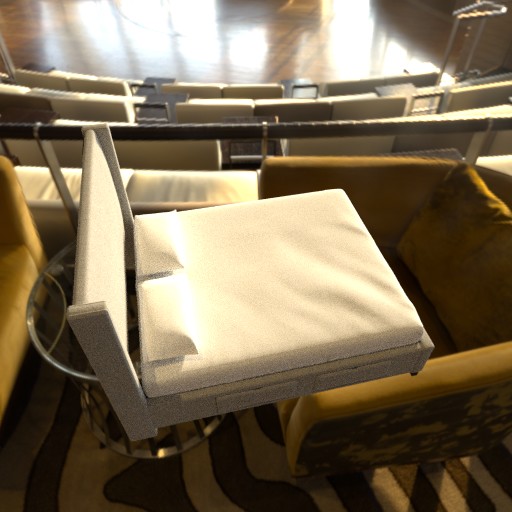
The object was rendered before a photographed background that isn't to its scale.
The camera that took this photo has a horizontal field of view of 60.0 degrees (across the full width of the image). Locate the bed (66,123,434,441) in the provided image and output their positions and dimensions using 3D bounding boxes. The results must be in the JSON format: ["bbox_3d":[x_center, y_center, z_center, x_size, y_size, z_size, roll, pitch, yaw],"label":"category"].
[{"bbox_3d":[0.000,0.000,3.356,2.222,1.491,1.774,-9,47,-9],"label":"bed"}]
